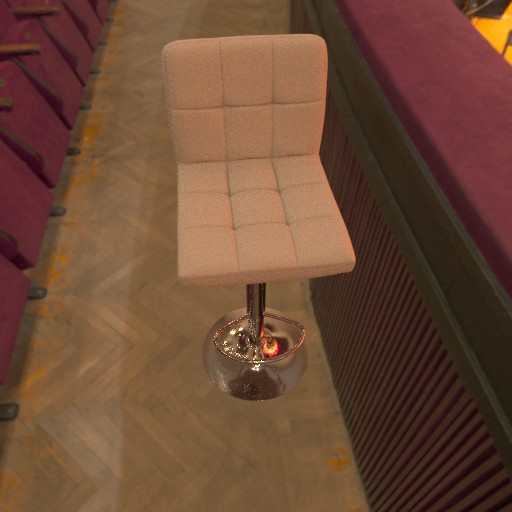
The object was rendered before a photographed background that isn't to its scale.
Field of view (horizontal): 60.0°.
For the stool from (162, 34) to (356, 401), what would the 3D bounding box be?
[{"bbox_3d":[0.000,0.000,1.353,0.430,1.115,0.505,-5,47,-5],"label":"stool"}]
